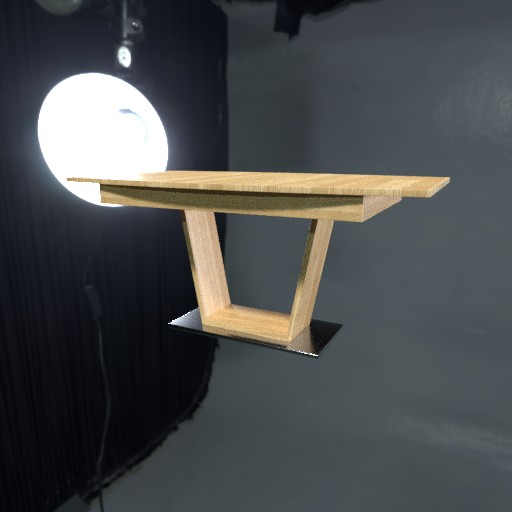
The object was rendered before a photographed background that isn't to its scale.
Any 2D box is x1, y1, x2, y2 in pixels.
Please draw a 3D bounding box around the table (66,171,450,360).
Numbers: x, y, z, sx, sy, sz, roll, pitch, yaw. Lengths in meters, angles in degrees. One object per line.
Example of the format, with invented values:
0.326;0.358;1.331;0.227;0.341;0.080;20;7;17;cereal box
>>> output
0.000;0.000;2.132;1.598;0.748;0.900;7;15;26;table
